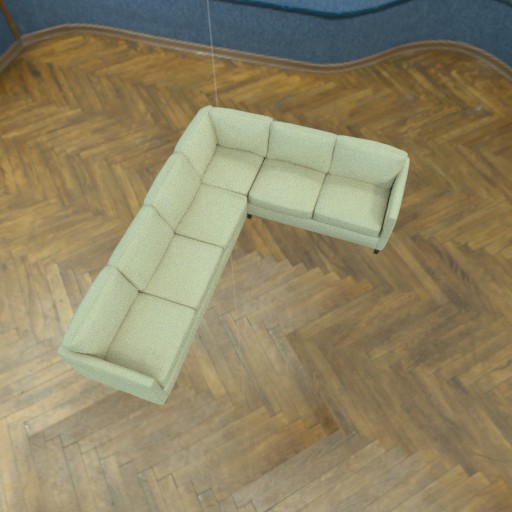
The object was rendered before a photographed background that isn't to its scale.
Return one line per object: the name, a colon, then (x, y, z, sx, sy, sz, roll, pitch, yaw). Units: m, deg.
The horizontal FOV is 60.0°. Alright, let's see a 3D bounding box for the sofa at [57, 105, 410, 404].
sofa: (0.000, 0.000, 4.585, 2.593, 0.947, 3.302, 16, 60, 10)
